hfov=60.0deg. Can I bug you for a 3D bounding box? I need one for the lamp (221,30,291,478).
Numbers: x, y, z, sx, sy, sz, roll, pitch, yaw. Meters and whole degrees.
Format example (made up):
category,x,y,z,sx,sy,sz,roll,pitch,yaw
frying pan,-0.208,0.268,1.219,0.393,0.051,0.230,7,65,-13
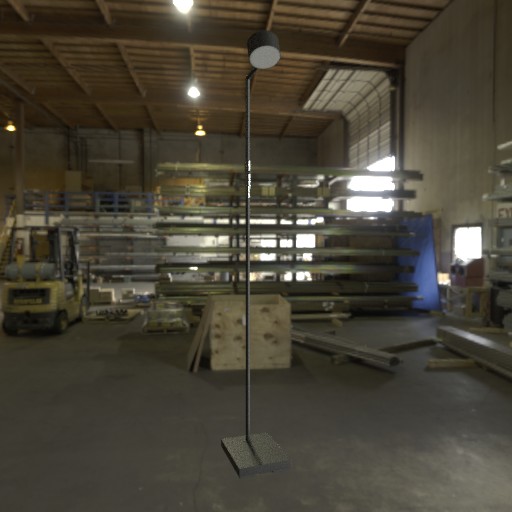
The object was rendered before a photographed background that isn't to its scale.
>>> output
category,x,y,z,sx,sy,sz,roll,pitch,yaw
lamp,0.000,0.000,1.710,0.203,1.600,0.304,0,1,-19
